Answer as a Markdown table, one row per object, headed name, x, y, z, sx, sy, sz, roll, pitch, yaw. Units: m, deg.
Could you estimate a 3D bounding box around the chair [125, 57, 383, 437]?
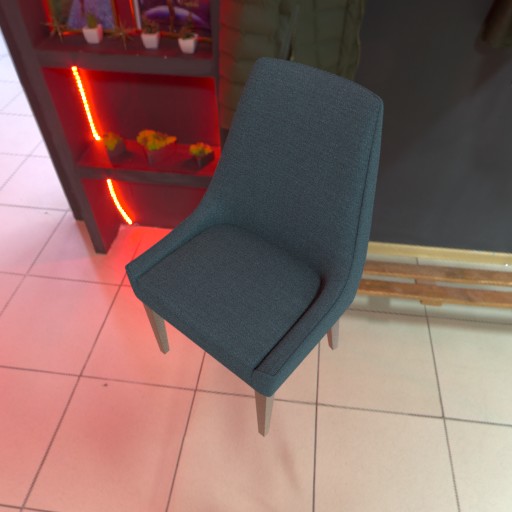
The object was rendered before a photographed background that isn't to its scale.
| name | x | y | z | sx | sy | sz | roll | pitch | yaw |
| --- | --- | --- | --- | --- | --- | --- | --- | --- | --- |
| chair | 0.000 | 0.000 | 1.224 | 0.529 | 0.861 | 0.544 | 31 | 54 | 26 |
